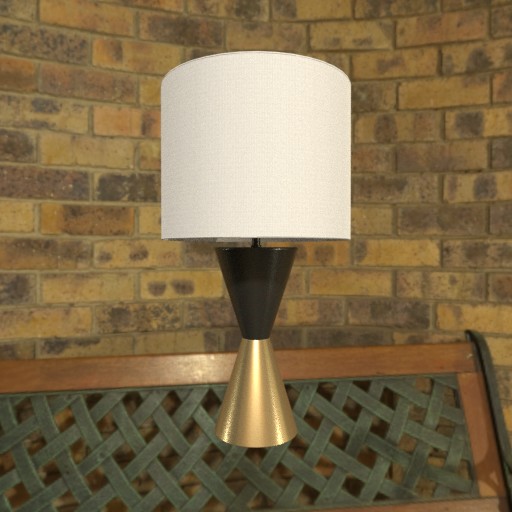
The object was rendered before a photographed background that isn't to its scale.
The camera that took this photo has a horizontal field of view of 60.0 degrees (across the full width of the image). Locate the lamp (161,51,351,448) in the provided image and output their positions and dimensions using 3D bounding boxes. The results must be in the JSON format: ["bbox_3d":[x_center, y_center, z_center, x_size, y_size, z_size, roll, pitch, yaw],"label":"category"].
[{"bbox_3d":[0.000,0.000,0.729,0.304,0.573,0.304,-1,1,-37],"label":"lamp"}]
